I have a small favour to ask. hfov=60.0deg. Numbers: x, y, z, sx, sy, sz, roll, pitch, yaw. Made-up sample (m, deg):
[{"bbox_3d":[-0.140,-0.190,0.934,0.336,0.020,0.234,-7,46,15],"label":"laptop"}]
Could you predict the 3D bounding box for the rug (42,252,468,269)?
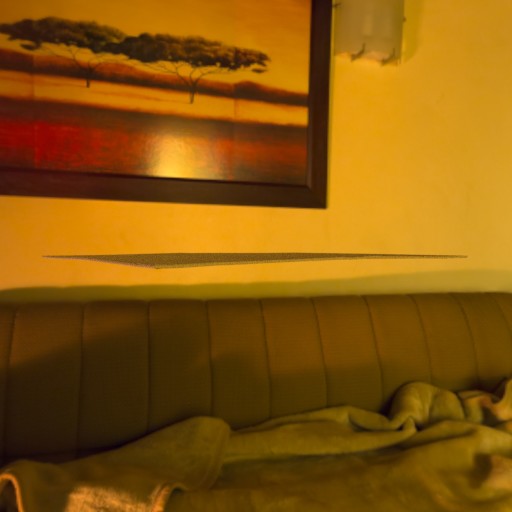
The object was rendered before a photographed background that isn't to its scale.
[{"bbox_3d":[0.000,0.000,4.170,3.202,0.045,2.434,-1,2,-37],"label":"rug"}]
